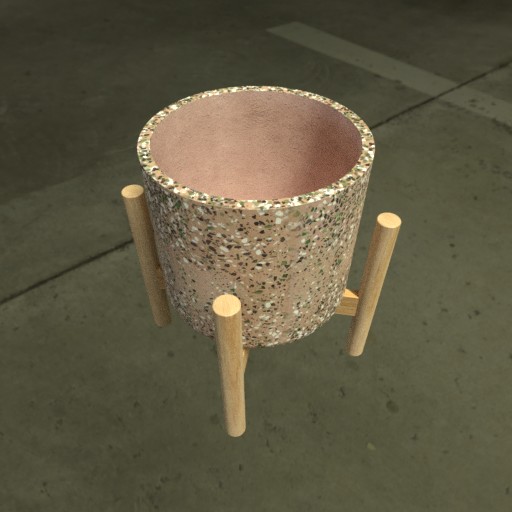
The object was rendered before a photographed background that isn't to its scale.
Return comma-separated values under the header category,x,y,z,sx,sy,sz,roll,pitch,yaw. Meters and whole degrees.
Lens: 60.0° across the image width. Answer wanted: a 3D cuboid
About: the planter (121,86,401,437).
category,x,y,z,sx,sy,sz,roll,pitch,yaw
planter,0.000,0.000,0.533,0.284,0.320,0.284,24,50,23
